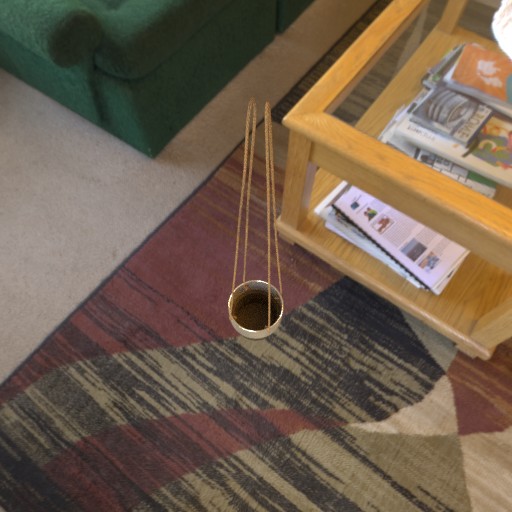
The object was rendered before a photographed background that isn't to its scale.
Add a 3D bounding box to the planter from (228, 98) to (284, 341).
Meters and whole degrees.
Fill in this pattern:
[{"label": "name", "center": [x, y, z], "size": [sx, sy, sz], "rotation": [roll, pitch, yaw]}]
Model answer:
[{"label": "planter", "center": [0.000, 0.000, 1.163], "size": [0.187, 1.073, 0.187], "rotation": [17, 65, 8]}]
